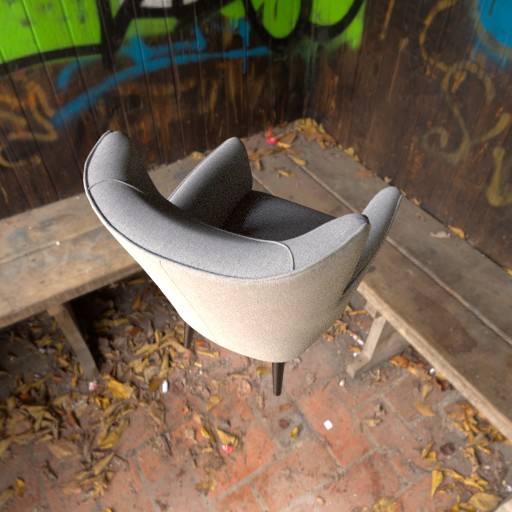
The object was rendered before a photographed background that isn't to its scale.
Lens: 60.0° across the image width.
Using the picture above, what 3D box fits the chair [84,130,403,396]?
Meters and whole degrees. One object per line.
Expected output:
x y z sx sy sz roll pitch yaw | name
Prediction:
0.000 0.000 1.555 0.781 0.933 0.888 22 50 20 | chair
